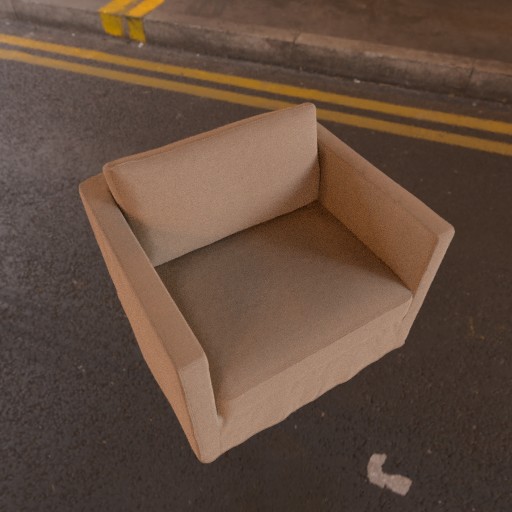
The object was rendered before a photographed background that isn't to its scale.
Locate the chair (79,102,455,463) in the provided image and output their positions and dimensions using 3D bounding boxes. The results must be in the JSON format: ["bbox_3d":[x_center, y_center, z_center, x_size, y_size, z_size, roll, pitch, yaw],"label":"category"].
[{"bbox_3d":[0.000,0.000,1.762,1.057,0.867,0.949,-24,52,-20],"label":"chair"}]
